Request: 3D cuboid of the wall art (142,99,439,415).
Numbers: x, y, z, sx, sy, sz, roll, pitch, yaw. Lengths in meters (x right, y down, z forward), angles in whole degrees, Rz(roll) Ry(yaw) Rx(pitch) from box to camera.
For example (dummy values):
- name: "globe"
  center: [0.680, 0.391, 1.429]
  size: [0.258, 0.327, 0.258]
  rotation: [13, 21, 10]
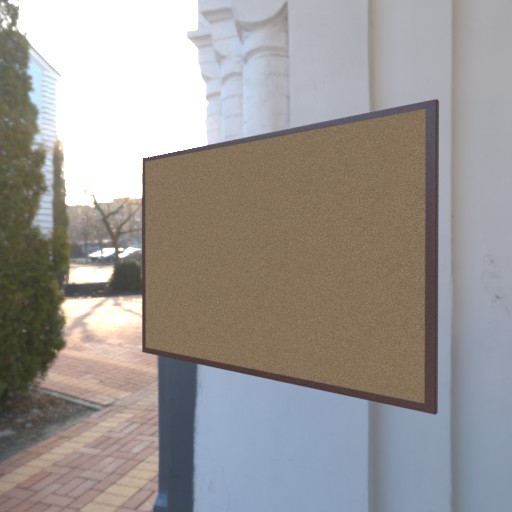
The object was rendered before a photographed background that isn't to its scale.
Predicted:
- name: "wall art"
  center: [0.000, 0.000, 0.842]
  size: [0.660, 0.455, 0.014]
  rotation: [0, 1, 37]
